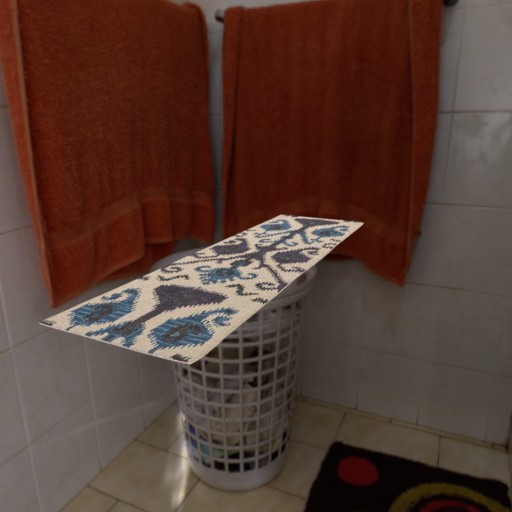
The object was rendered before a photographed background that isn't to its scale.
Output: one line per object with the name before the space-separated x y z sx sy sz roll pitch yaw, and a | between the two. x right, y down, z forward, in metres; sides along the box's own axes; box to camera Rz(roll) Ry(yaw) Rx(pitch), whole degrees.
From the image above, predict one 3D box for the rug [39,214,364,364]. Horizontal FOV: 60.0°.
rug | 0.000 0.000 2.505 0.692 0.017 2.301 8 18 25
